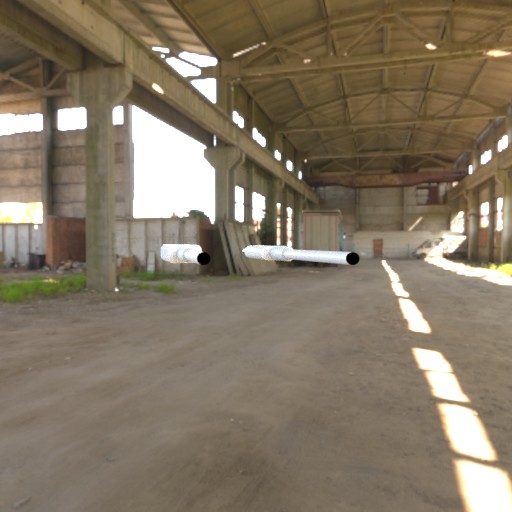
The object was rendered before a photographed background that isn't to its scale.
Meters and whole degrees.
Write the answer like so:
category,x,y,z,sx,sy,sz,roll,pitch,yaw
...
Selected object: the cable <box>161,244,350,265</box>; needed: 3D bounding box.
category,x,y,z,sx,sy,sz,roll,pitch,yaw
cable,0.000,0.000,0.117,0.040,0.006,0.098,-1,2,-18
